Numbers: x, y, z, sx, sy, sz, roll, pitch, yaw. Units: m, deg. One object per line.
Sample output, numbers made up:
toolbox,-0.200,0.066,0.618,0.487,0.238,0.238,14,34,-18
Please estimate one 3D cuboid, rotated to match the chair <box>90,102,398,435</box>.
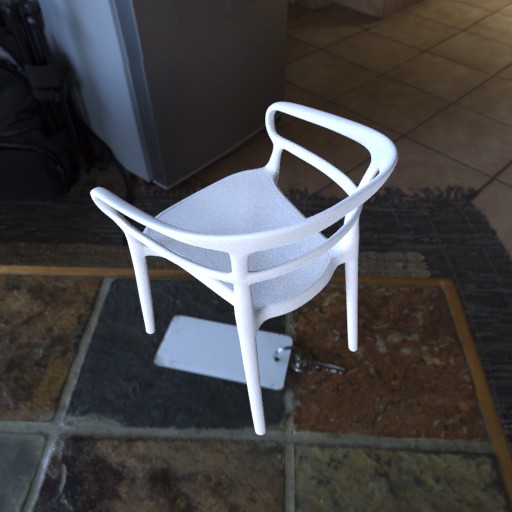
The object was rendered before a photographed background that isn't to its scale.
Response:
chair,0.000,0.000,1.141,0.559,0.761,0.527,-34,57,-26
